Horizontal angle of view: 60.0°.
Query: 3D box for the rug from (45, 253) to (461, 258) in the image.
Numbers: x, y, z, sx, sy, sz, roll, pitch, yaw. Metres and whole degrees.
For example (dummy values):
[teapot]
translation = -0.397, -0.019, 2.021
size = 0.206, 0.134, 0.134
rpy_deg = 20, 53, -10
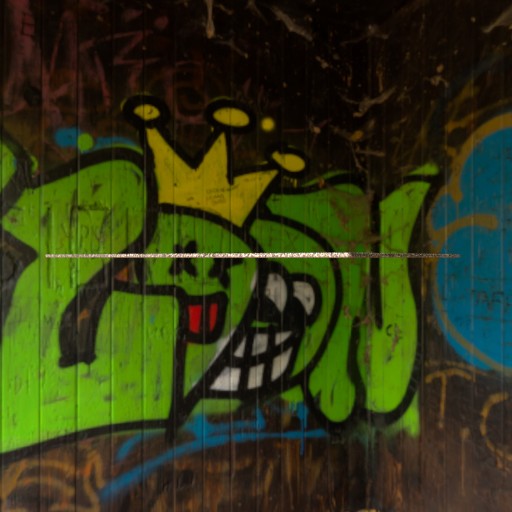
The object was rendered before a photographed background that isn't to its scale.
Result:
[rug]
translation = 0.000, 0.000, 4.084
size = 3.000, 0.025, 2.401
rpy_deg = 0, 0, 37
